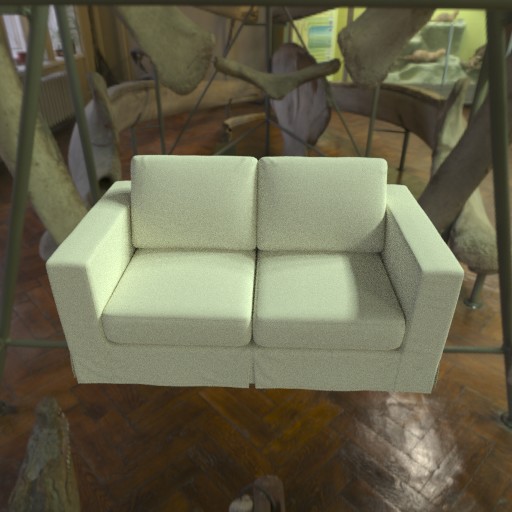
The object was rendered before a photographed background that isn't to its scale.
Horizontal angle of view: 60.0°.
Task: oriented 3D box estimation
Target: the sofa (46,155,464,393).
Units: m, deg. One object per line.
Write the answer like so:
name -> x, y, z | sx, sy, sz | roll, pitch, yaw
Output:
sofa -> 0.000, 0.000, 2.397 | 1.813, 0.932, 1.009 | 1, 30, 2
